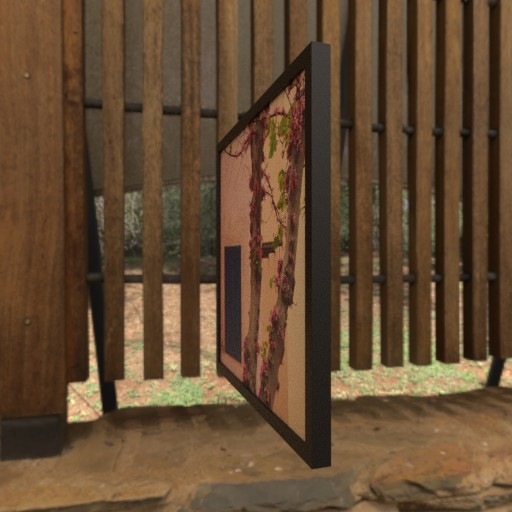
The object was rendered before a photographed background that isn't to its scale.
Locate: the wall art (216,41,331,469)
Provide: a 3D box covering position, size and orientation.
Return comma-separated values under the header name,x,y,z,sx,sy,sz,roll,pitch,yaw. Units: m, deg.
name,x,y,z,sx,sy,sz,roll,pitch,yaw
wall art,0.000,0.000,1.156,0.038,0.762,0.762,0,0,-18
